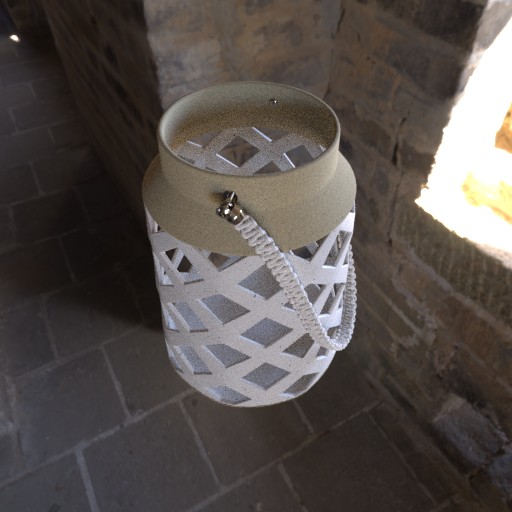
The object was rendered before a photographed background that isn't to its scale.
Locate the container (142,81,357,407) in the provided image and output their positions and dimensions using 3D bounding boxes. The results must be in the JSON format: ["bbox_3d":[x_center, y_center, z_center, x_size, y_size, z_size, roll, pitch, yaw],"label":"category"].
[{"bbox_3d":[0.000,0.000,0.399,0.198,0.264,0.188,10,48,10],"label":"container"}]
